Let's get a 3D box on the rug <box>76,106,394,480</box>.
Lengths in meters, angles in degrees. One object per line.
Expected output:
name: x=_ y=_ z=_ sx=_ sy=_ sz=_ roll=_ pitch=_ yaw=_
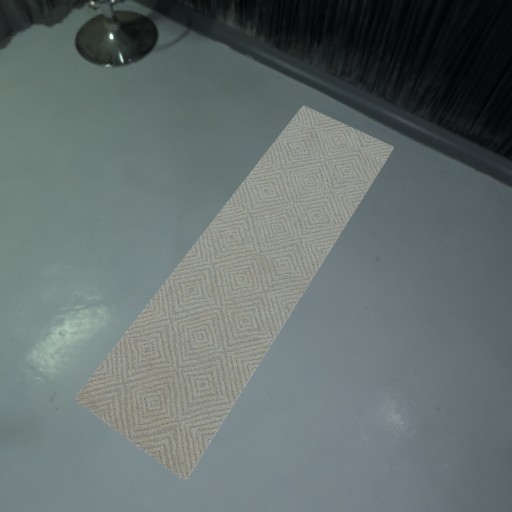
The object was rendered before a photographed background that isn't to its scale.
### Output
rug: x=0.000 y=0.000 z=2.521 sx=0.676 sy=0.008 sz=2.277 roll=30 pitch=68 yaw=14
